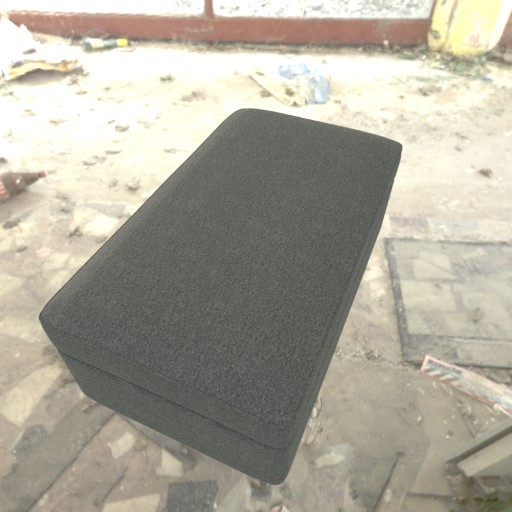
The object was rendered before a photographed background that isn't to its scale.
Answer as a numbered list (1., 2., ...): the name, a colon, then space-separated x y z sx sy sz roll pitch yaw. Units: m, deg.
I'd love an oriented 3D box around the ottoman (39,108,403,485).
1. ottoman: 0.000 0.000 1.488 0.681 0.494 1.173 18 49 16
